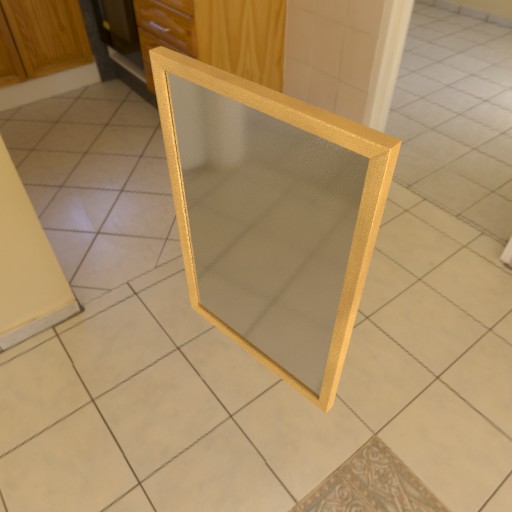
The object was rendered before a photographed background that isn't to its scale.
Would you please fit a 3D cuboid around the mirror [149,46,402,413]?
[{"bbox_3d":[0.000,0.000,1.175,0.609,0.915,0.040,33,53,28],"label":"mirror"}]
